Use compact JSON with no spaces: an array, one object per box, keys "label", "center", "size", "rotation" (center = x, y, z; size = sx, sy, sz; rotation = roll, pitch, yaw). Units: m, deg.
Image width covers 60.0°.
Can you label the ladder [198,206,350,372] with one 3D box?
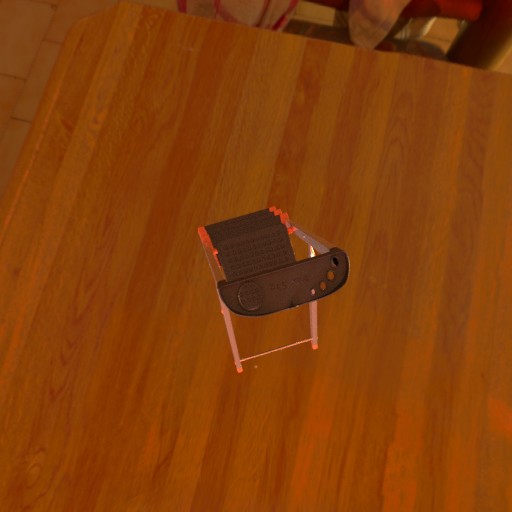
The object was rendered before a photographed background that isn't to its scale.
[{"label":"ladder","center":[0.000,0.000,1.785],"size":[0.452,1.429,0.834],"rotation":[-16,77,-4]}]
